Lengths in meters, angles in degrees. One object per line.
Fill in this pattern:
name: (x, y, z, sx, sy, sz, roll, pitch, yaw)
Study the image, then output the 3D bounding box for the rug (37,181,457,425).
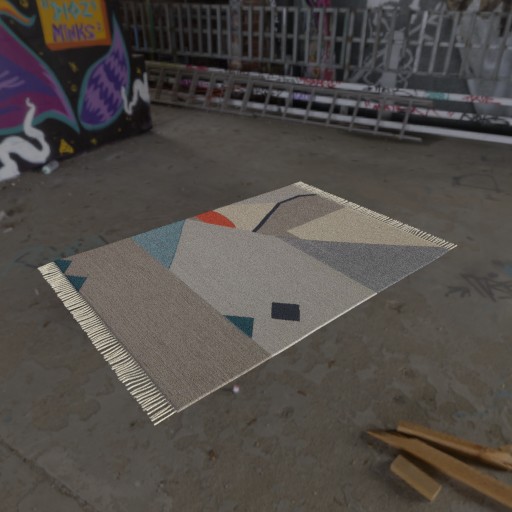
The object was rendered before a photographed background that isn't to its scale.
rug: (0.000, 0.000, 2.296, 1.828, 0.005, 1.220, -23, 38, -33)
